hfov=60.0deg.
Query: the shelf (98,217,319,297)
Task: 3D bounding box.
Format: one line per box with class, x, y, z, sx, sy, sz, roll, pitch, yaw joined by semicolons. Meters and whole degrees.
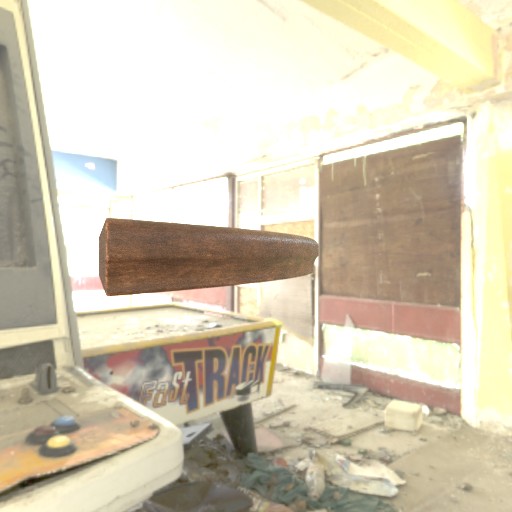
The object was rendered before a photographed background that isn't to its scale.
shelf;0.000;0.000;0.466;0.310;0.050;0.310;0;0;-20
